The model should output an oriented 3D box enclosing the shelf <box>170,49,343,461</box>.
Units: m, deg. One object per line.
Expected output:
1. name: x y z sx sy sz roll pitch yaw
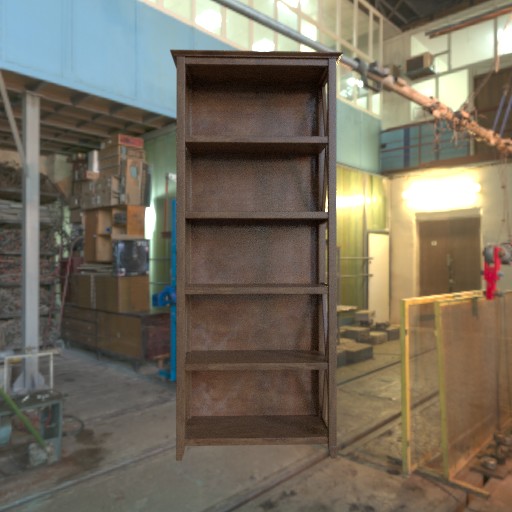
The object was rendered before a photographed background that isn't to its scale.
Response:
1. shelf: 0.000 0.000 2.220 0.805 1.905 0.335 0 0 -2
